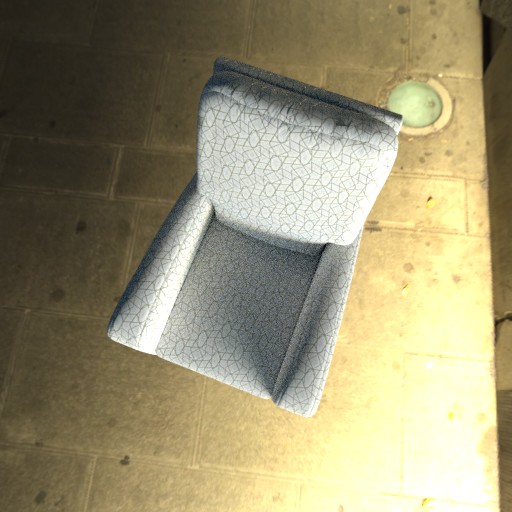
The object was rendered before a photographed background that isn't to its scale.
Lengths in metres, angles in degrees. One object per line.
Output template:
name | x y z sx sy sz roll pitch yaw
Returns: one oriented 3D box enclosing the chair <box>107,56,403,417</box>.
chair | 0.000 0.000 1.733 0.796 1.064 0.995 20 76 5
